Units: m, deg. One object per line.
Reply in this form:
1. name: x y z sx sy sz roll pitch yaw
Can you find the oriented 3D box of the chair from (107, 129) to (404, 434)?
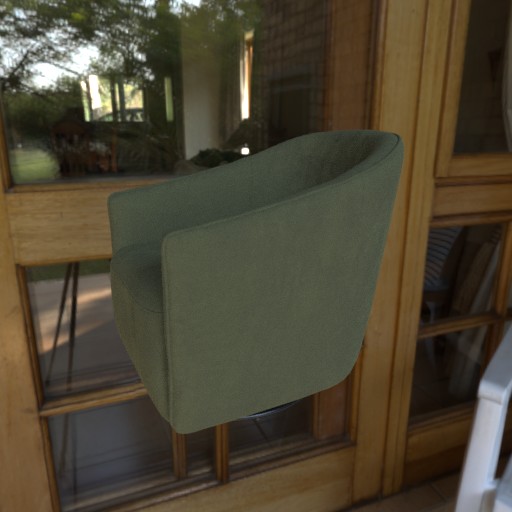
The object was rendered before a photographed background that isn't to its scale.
1. chair: 0.000 0.000 1.456 0.875 0.799 0.747 -8 18 -26
